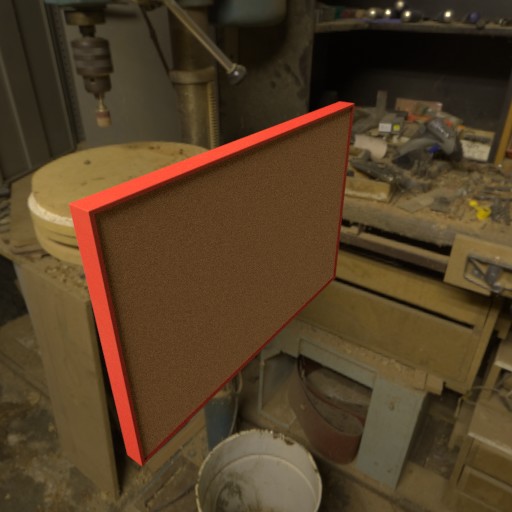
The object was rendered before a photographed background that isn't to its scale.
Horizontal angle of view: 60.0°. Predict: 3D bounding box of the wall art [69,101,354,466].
[{"bbox_3d":[0.000,0.000,0.757,0.033,0.405,0.607,20,36,30],"label":"wall art"}]
